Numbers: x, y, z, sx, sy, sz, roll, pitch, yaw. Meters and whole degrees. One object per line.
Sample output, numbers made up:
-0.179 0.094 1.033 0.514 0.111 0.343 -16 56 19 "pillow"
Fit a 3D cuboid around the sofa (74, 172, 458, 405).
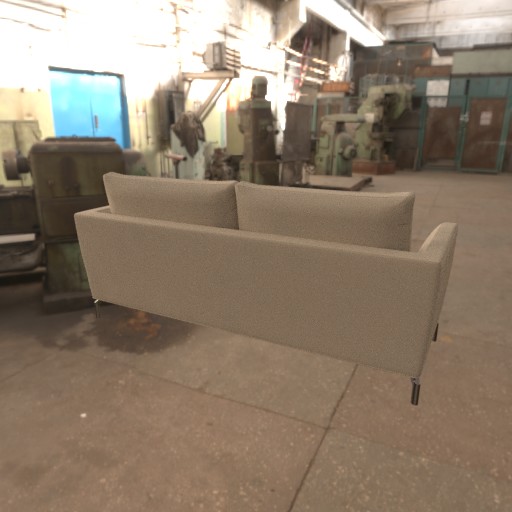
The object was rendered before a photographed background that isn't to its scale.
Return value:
0.000 0.000 2.774 2.214 1.005 0.868 9 19 26 "sofa"
